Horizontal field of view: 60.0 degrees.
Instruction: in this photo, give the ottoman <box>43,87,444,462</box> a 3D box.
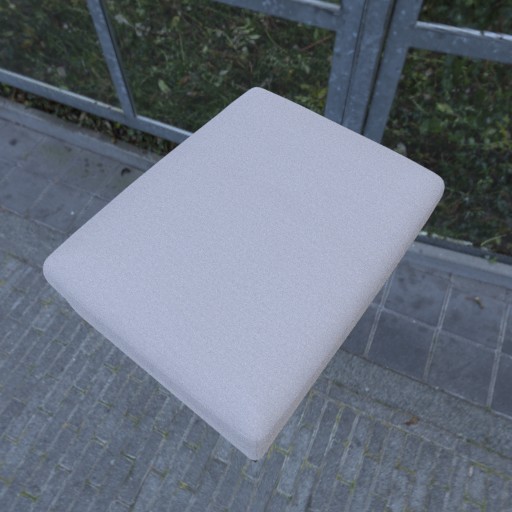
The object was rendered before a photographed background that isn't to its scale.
[{"bbox_3d":[0.000,0.000,1.116,0.606,0.420,0.771,33,63,19],"label":"ottoman"}]
